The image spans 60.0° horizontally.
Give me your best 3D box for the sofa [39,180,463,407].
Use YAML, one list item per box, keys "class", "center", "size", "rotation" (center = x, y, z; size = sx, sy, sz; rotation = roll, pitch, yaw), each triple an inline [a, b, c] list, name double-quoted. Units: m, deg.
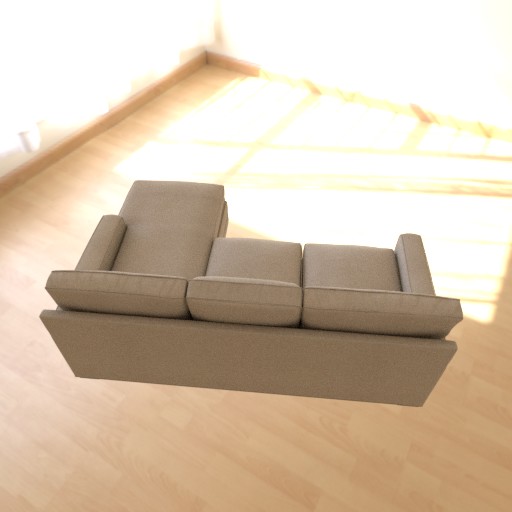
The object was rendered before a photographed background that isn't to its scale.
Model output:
- class: "sofa"
  center: [0.000, 0.000, 2.857]
  size: [2.087, 0.861, 1.496]
  rotation: [4, 47, 4]
